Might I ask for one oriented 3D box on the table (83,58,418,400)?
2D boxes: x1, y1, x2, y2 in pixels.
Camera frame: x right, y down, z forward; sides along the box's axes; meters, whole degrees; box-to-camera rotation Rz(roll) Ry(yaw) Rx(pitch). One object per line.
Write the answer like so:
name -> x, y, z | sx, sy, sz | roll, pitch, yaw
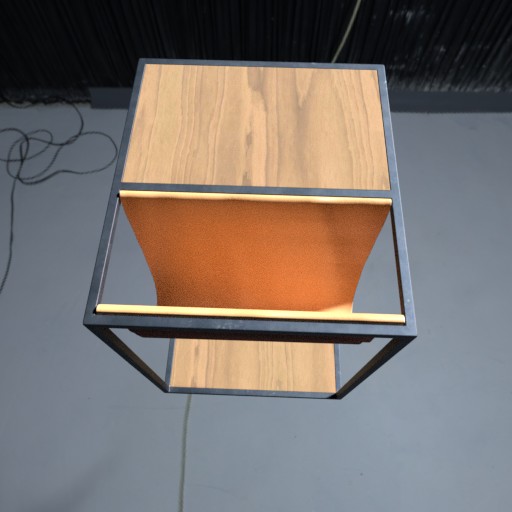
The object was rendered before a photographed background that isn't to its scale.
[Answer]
table -> 0.000, 0.000, 0.861 | 0.399, 0.536, 0.450 | 2, 64, 1
